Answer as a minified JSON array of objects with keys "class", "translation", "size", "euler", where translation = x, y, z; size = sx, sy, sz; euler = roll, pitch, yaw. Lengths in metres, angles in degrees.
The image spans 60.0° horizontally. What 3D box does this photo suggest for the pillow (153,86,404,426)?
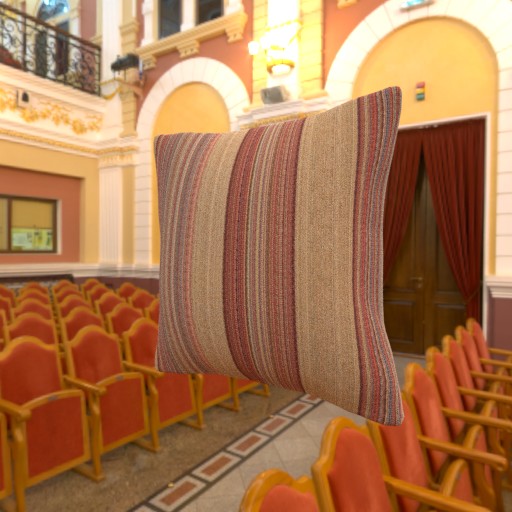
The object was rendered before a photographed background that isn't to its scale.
[{"class":"pillow","translation":[0.000,0.000,0.661],"size":[0.437,0.419,0.136],"euler":[1,2,35]}]
